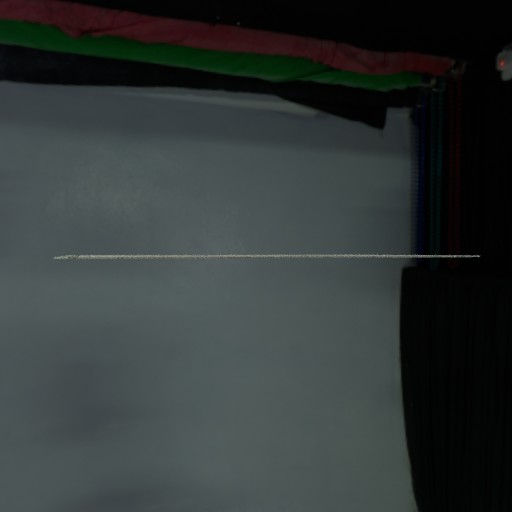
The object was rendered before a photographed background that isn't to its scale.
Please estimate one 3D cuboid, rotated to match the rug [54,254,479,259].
[{"bbox_3d":[0.000,0.000,3.046,2.440,0.010,1.528,0,1,-21],"label":"rug"}]
